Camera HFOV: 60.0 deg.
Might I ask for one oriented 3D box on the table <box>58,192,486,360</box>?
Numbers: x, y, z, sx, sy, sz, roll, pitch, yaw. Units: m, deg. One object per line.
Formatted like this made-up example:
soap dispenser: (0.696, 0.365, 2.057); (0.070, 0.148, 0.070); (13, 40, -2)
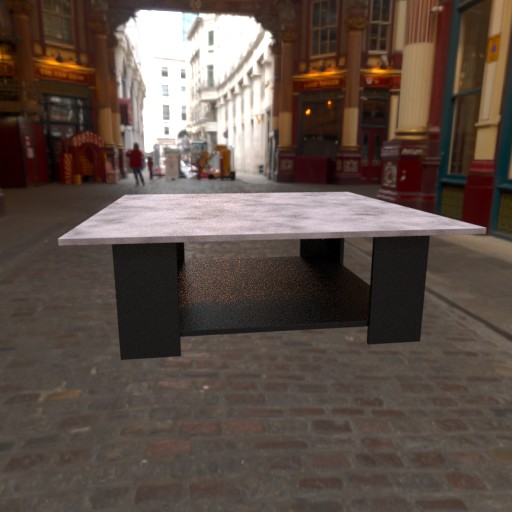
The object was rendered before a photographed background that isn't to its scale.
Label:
table: (0.000, 0.000, 1.370); (0.890, 0.305, 0.890); (-2, 13, -8)
